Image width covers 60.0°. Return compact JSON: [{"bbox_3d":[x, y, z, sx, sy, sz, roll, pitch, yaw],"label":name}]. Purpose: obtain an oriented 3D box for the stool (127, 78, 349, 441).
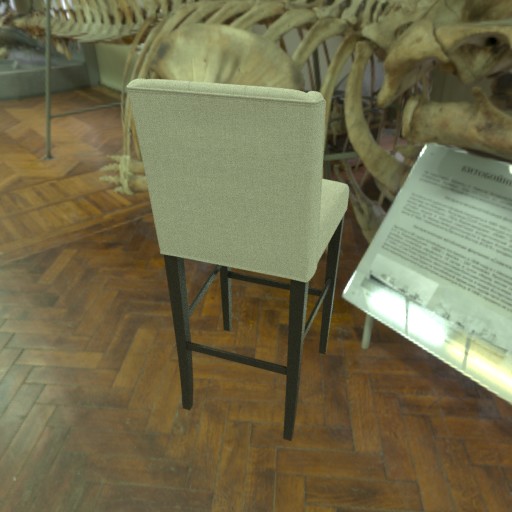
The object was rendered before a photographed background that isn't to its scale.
[{"bbox_3d":[0.000,0.000,1.398,0.474,1.116,0.509,11,34,16],"label":"stool"}]
